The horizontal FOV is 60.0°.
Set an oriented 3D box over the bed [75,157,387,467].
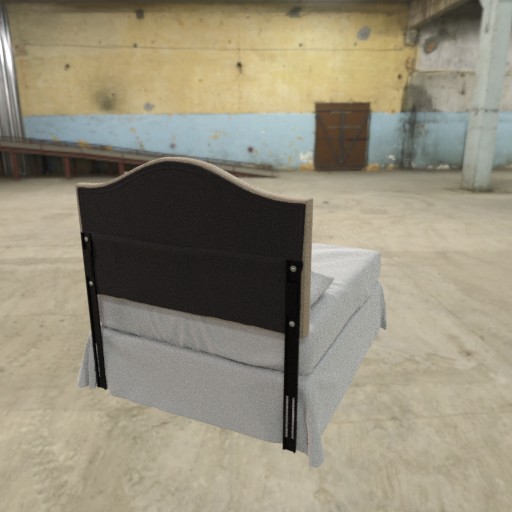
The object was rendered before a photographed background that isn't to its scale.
[{"bbox_3d":[0.000,0.000,3.545,1.876,1.645,2.221,8,17,25],"label":"bed"}]
